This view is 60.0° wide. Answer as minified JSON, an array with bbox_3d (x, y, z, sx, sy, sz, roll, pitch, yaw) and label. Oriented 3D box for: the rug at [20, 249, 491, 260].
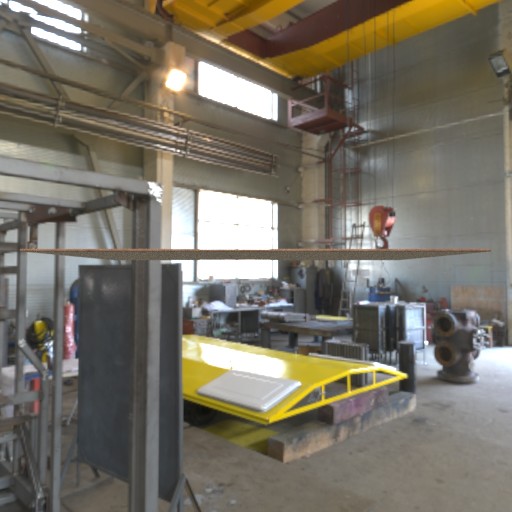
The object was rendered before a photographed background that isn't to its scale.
[{"bbox_3d":[0.000,0.000,3.045,2.438,0.014,1.524,0,-2,0],"label":"rug"}]
